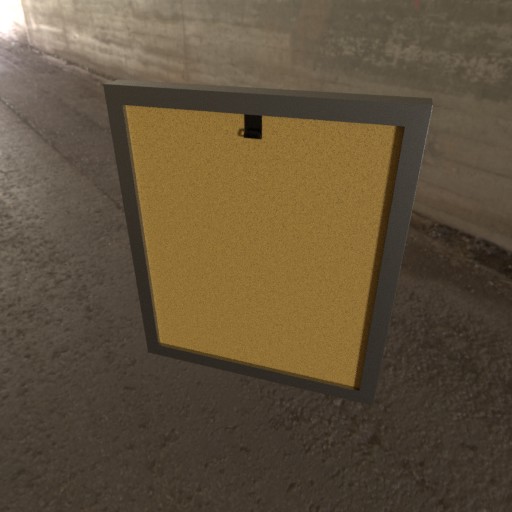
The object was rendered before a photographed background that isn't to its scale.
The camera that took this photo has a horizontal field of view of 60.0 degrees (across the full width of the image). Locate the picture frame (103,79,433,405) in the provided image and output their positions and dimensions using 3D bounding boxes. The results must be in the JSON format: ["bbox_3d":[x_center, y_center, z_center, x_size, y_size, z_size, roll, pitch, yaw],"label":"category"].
[{"bbox_3d":[0.000,0.000,1.361,0.839,0.968,0.073,9,32,15],"label":"picture frame"}]
